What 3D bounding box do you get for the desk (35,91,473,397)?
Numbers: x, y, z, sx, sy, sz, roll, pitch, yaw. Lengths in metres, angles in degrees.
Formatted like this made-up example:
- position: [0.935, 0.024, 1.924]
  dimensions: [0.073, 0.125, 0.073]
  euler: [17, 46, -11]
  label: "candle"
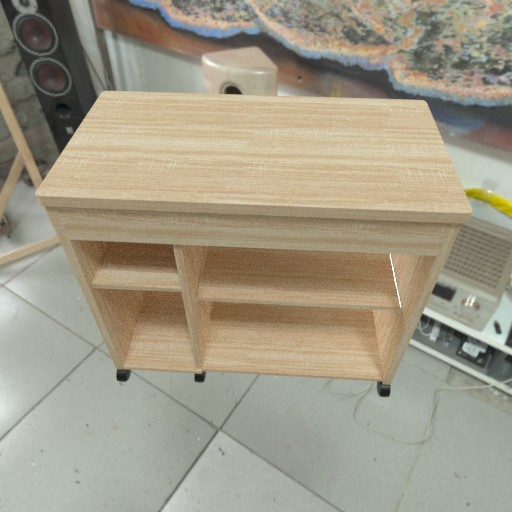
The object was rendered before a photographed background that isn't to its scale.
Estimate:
- position: [0.000, 0.000, 1.322]
  dimensions: [0.884, 0.770, 0.480]
  euler: [3, 46, 3]
  label: "desk"
